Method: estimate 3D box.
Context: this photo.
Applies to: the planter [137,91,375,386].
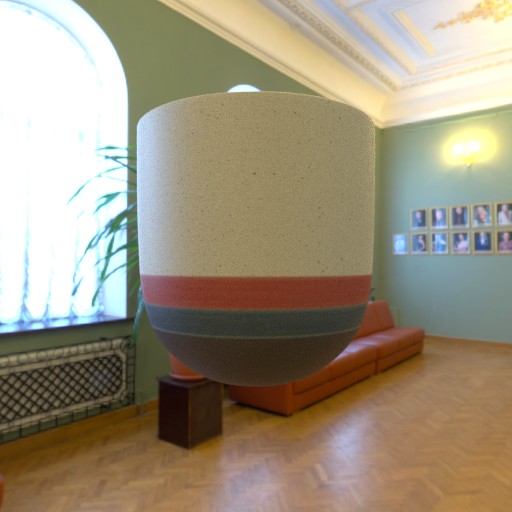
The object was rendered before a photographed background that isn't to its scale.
[{"bbox_3d":[0.000,0.000,0.391,0.204,0.214,0.204,0,-1,0],"label":"planter"}]
